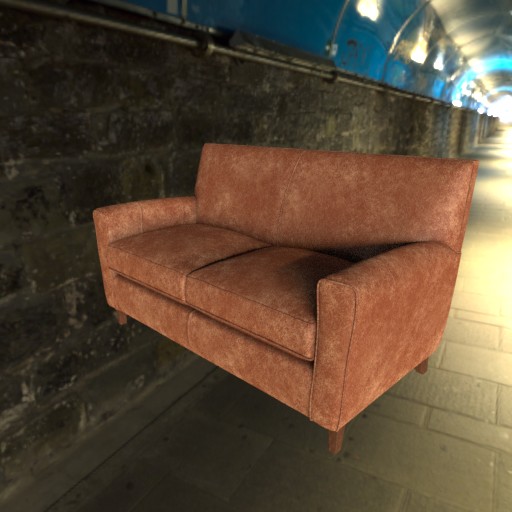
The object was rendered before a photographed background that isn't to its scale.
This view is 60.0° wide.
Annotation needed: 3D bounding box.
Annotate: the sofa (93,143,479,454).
[{"bbox_3d":[0.000,0.000,1.930,1.473,0.871,0.787,16,24,42],"label":"sofa"}]
